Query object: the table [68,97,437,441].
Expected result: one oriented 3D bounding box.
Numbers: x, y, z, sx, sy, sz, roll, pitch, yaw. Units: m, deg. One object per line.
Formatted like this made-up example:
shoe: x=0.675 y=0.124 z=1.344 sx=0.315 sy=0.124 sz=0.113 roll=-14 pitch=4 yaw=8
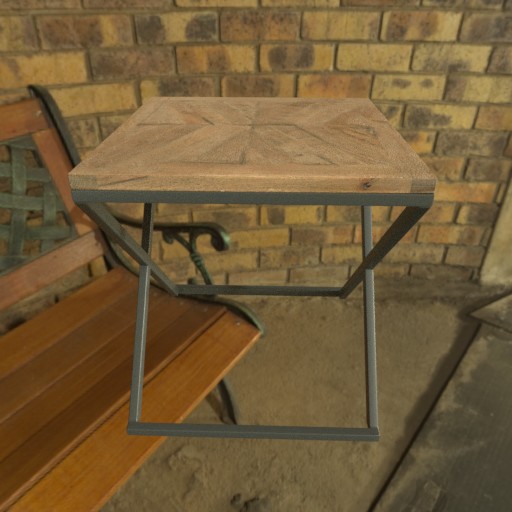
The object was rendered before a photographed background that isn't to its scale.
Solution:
table: x=0.000 y=0.000 z=0.945 sx=0.499 sy=0.550 sz=0.498 roll=1 pitch=31 yaw=1
